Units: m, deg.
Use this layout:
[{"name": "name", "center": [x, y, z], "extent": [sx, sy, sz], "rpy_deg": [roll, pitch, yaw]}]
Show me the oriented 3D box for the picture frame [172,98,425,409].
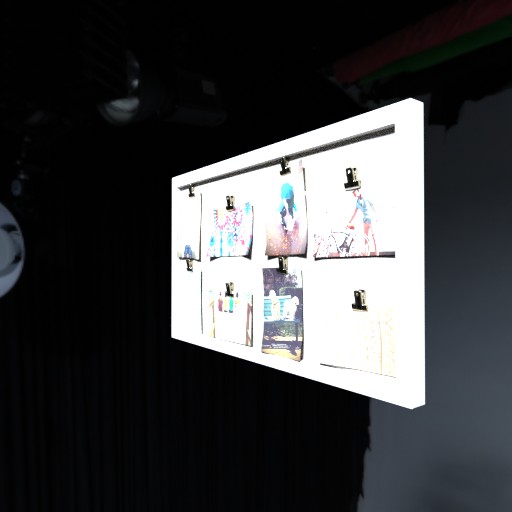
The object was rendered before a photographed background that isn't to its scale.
[{"name": "picture frame", "center": [0.000, 0.000, 0.800], "extent": [0.044, 0.379, 0.647], "rpy_deg": [1, -1, -37]}]
